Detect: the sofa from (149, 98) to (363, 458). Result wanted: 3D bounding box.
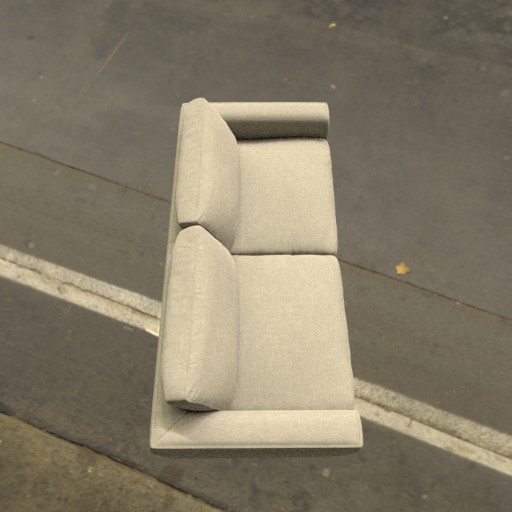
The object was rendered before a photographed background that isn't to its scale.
[{"bbox_3d":[0.000,0.000,2.746,1.070,0.801,2.262,0,64,0],"label":"sofa"}]
